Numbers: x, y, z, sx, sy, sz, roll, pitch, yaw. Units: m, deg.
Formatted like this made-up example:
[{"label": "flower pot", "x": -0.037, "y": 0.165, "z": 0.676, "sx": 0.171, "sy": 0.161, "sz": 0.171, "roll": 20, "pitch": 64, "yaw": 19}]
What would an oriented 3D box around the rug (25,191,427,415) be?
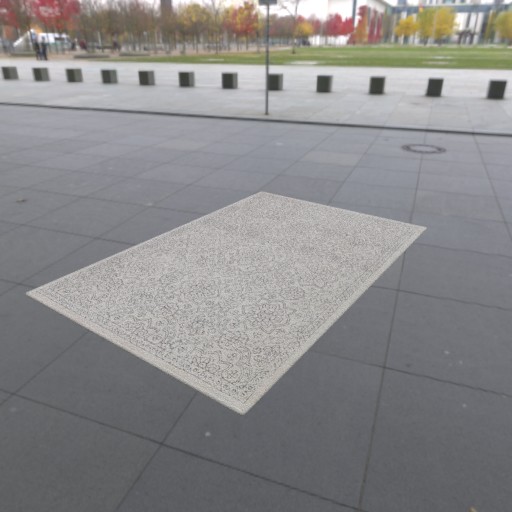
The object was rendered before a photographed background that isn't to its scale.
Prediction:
[{"label": "rug", "x": 0.000, "y": 0.000, "z": 2.894, "sx": 1.524, "sy": 0.011, "sz": 2.286, "roll": 17, "pitch": 31, "yaw": 32}]
